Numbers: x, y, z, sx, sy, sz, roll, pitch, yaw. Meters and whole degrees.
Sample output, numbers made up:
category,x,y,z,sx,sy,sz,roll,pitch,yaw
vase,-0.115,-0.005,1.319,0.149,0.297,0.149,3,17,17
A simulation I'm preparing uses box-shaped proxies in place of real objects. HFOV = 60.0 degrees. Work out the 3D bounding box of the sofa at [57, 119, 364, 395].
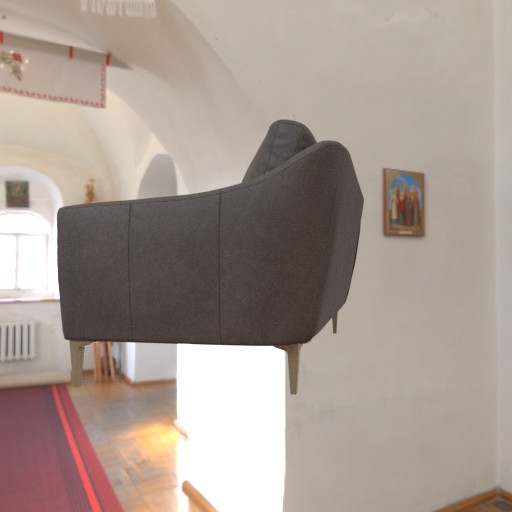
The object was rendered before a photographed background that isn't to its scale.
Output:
category,x,y,z,sx,sy,sz,roll,pitch,yaw
sofa,0.000,0.000,2.116,0.960,0.902,1.619,0,-1,16
